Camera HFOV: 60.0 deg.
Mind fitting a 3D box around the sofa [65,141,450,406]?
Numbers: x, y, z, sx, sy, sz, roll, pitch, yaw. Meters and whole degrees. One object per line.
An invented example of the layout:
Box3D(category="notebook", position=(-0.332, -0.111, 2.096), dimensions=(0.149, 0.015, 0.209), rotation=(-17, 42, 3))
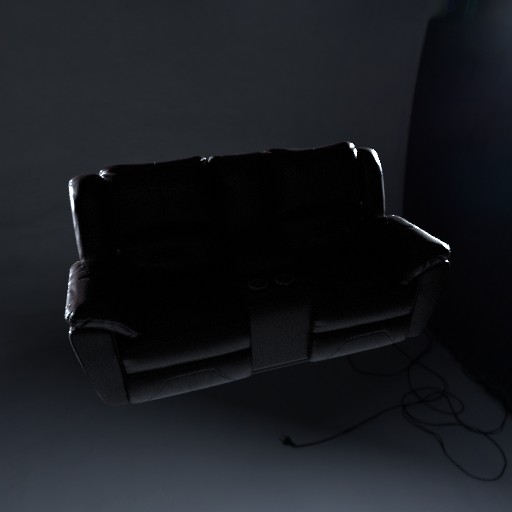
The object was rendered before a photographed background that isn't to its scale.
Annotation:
Box3D(category="sofa", position=(0.000, 0.000, 2.624), dimensions=(2.058, 1.043, 0.991), rotation=(-9, 31, -15))
